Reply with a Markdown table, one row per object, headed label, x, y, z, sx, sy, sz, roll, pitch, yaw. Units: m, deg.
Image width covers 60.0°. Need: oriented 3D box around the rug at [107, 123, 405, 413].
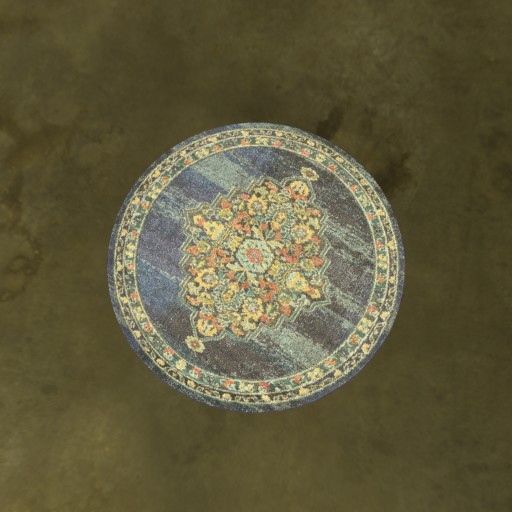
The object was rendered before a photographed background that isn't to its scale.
| label | x | y | z | sx | sy | sz | roll | pitch | yaw |
| --- | --- | --- | --- | --- | --- | --- | --- | --- | --- |
| rug | 0.000 | 0.000 | 2.374 | 1.591 | 0.010 | 1.591 | 0 | 76 | 0 |
